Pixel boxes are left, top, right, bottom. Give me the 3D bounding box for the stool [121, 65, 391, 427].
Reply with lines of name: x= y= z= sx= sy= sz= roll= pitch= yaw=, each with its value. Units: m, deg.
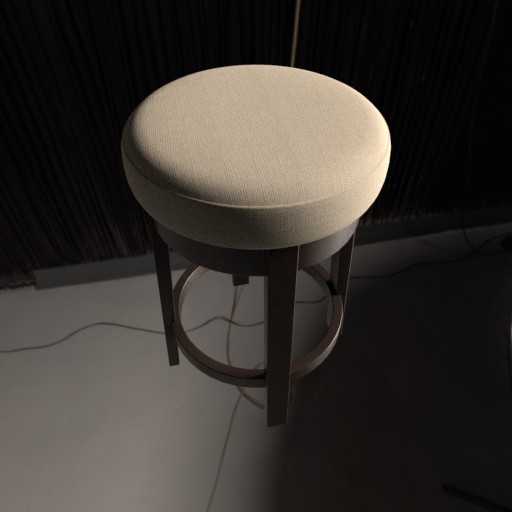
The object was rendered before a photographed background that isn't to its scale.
stool: x=0.000 y=0.000 z=0.921 sx=0.449 sy=0.655 sz=0.449 roll=0 pitch=46 yaw=0
